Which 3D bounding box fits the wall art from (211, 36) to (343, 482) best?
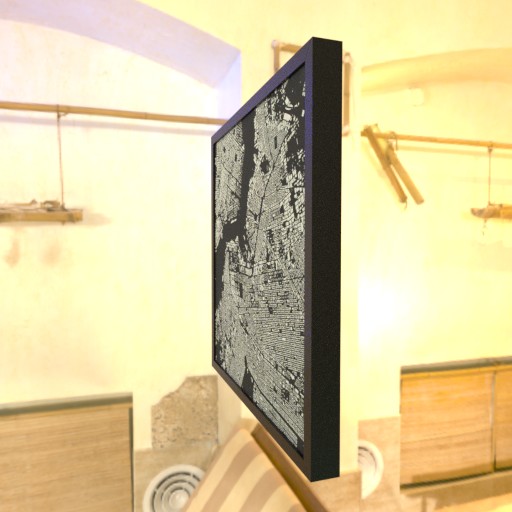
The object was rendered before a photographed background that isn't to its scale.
[{"bbox_3d":[0.000,0.000,0.748,0.038,0.506,0.506,-1,2,-19],"label":"wall art"}]
